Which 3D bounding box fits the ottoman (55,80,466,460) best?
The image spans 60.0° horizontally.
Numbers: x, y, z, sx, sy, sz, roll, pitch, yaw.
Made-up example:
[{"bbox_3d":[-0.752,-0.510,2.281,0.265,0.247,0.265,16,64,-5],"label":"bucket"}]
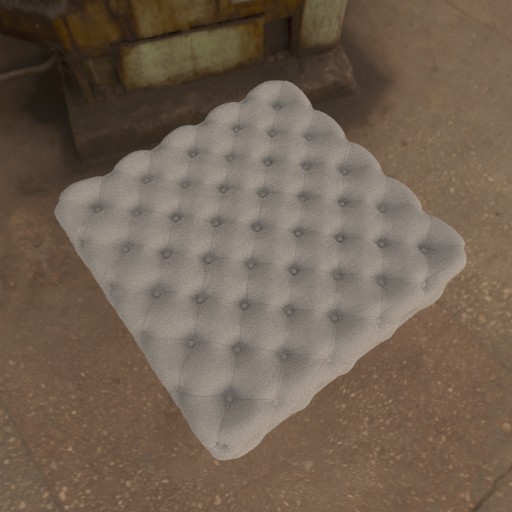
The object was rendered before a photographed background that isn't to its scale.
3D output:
[{"bbox_3d":[0.000,0.000,1.434,0.917,0.439,0.911,-34,68,-16],"label":"ottoman"}]
